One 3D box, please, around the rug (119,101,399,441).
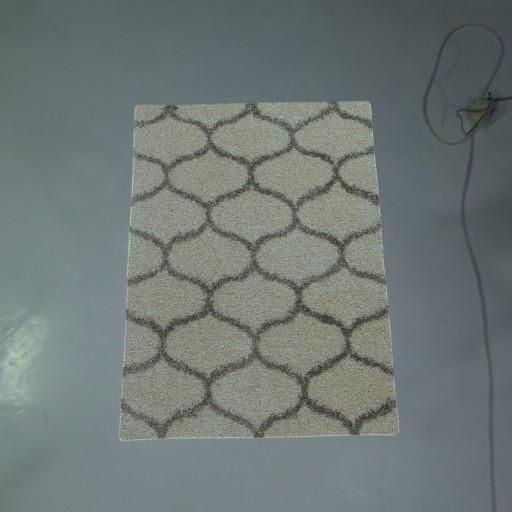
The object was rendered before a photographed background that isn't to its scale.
[{"bbox_3d":[0.000,0.000,2.081,1.200,0.025,1.600,-1,77,0],"label":"rug"}]
